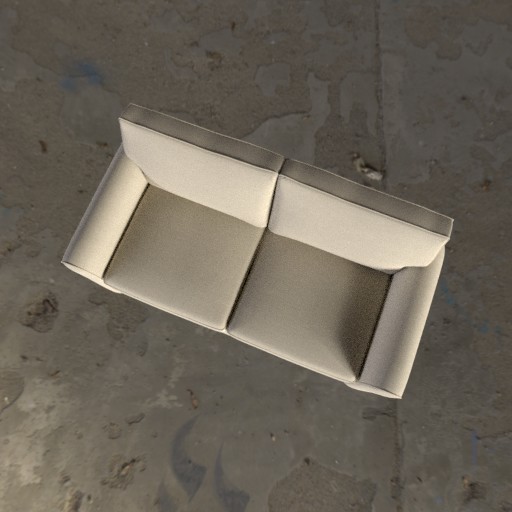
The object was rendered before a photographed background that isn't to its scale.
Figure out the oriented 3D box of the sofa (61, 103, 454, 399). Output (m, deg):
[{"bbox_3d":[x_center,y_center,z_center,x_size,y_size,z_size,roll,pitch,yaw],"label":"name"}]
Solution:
[{"bbox_3d":[0.000,0.000,2.307,1.774,0.933,0.861,21,77,5],"label":"sofa"}]
